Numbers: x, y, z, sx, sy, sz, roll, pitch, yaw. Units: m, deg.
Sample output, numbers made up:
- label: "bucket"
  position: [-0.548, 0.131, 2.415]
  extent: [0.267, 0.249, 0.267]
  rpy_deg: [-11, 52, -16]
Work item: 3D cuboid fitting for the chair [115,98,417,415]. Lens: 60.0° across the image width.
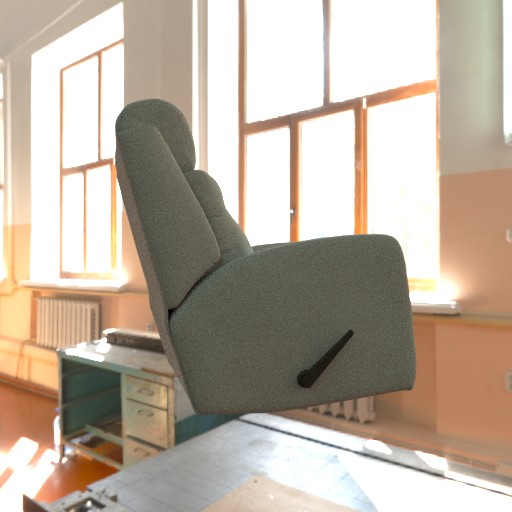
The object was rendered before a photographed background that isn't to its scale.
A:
- label: "chair"
  position: [0.000, 0.000, 1.714]
  extent: [1.043, 1.013, 0.798]
  rpy_deg: [0, -1, -18]
